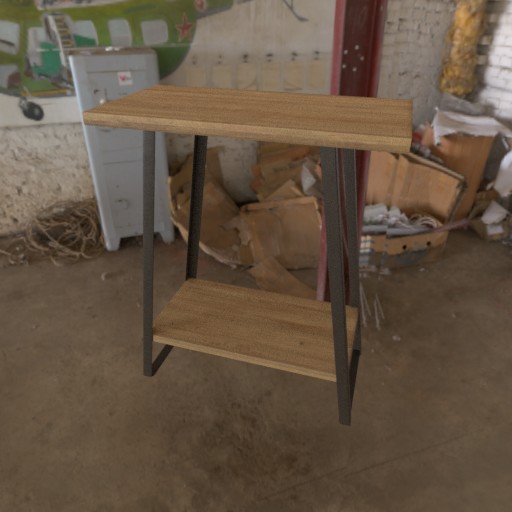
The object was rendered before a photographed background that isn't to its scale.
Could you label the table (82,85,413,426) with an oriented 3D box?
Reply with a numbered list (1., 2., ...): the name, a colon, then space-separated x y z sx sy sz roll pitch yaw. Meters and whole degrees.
1. table: 0.000 0.000 1.066 0.599 0.701 0.300 9 32 15
